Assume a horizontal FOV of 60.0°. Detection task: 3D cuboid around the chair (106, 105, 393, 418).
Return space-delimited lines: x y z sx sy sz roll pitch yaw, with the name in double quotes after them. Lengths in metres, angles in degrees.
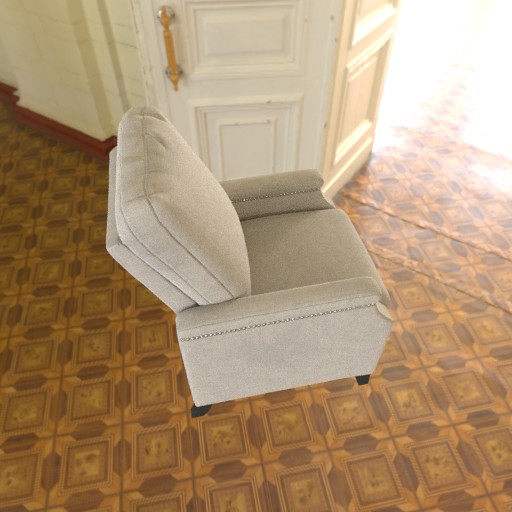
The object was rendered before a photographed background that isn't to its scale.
0.000 0.000 1.679 0.922 1.049 0.710 -8 47 -8 "chair"
